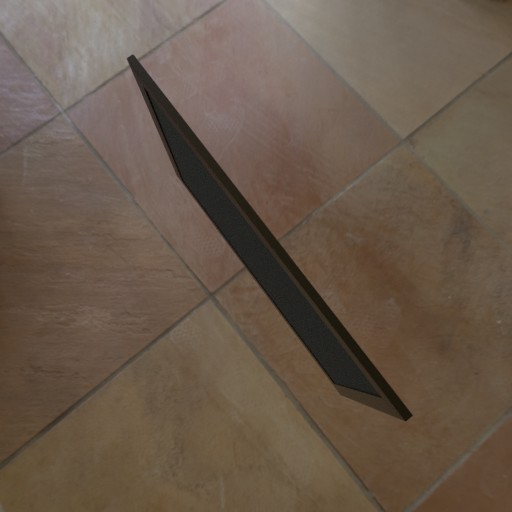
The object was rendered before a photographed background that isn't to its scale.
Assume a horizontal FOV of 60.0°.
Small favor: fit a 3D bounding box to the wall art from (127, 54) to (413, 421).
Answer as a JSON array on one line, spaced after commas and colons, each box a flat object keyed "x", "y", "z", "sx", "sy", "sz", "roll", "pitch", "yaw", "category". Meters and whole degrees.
[{"x": 0.000, "y": 0.000, "z": 0.843, "sx": 0.013, "sy": 0.447, "sz": 0.660, "roll": -36, "pitch": 79, "yaw": -8, "category": "wall art"}]
